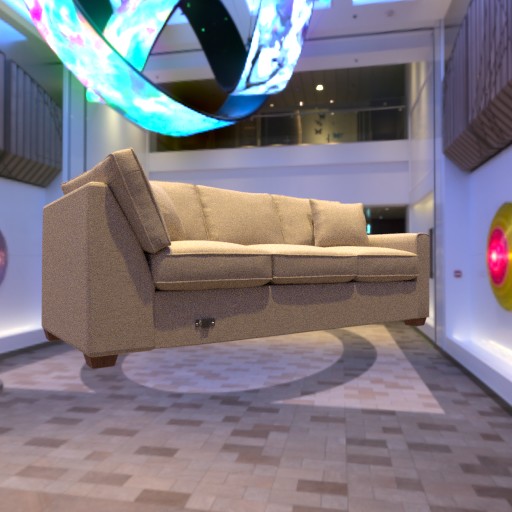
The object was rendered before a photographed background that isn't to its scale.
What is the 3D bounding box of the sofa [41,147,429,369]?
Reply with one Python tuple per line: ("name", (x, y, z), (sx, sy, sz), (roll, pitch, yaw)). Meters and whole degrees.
("sofa", (0.000, 0.000, 2.814), (2.317, 0.962, 1.061), (1, -1, -35))
